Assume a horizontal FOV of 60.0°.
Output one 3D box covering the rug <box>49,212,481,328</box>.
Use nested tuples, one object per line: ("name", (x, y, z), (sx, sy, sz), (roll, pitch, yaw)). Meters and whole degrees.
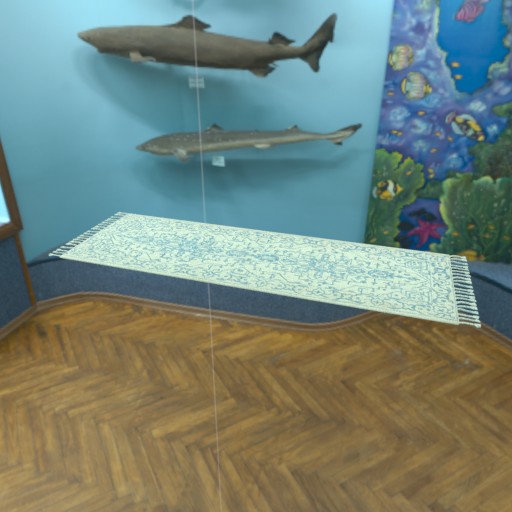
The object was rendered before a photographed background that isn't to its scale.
("rug", (0.000, 0.000, 2.713), (2.449, 0.011, 0.774), (8, 28, 16))
